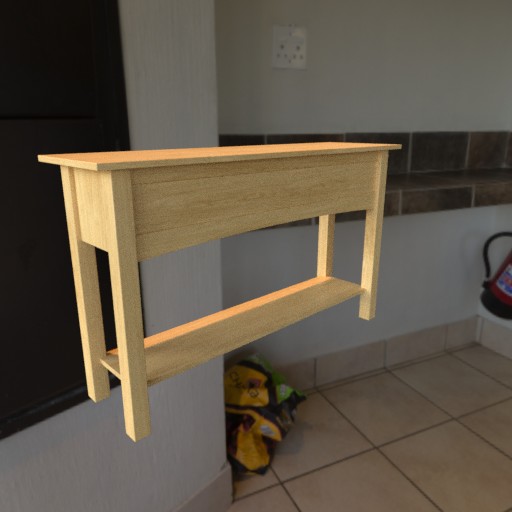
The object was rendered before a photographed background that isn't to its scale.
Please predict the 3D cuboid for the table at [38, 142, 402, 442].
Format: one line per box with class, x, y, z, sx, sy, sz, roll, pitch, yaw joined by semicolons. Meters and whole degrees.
table;0.000;0.000;1.548;1.240;0.730;0.350;-15;22;-41
